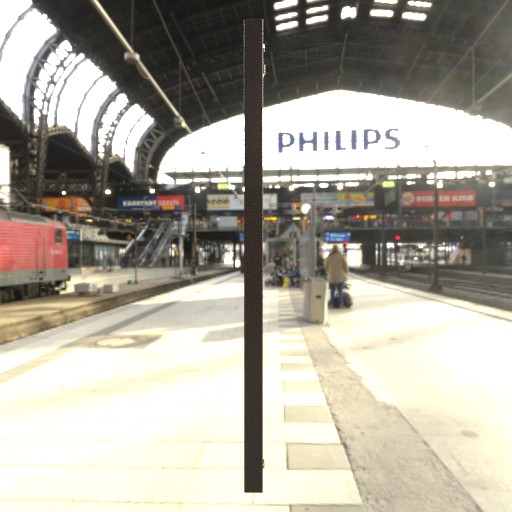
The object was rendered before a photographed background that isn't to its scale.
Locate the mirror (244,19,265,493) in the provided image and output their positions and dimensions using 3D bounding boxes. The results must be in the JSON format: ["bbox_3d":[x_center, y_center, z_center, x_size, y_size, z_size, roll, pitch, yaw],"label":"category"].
[{"bbox_3d":[0.000,0.000,1.160,0.041,0.915,0.609,0,0,1],"label":"mirror"}]
